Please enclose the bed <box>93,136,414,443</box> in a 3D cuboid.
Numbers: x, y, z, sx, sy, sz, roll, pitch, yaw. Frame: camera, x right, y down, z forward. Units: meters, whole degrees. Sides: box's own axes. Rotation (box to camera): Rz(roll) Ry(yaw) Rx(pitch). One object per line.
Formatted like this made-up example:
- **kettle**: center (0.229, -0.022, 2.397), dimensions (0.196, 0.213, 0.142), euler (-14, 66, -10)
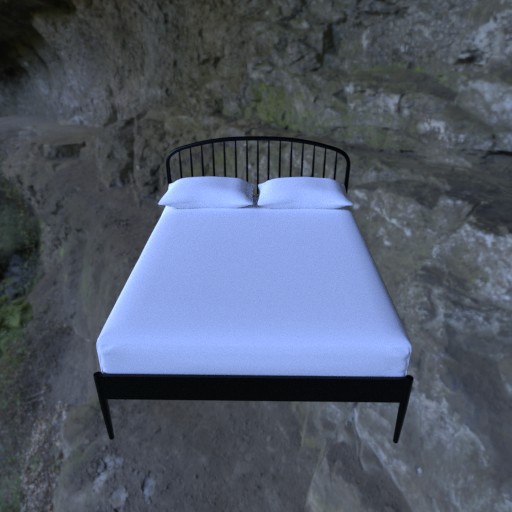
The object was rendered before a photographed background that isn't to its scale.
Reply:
- **bed**: center (0.000, 0.000, 3.108), dimensions (1.618, 1.166, 2.159), euler (0, 28, 1)
